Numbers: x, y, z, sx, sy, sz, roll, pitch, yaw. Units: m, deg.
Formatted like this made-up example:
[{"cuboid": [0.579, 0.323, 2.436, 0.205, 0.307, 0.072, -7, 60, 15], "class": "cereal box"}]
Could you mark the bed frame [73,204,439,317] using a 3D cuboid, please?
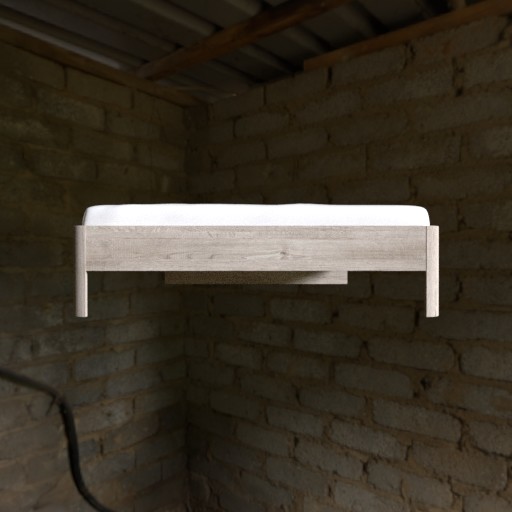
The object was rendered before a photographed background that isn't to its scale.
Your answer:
[{"cuboid": [0.000, 0.000, 2.669, 1.490, 0.462, 1.950, 0, 0, 0], "class": "bed frame"}]
